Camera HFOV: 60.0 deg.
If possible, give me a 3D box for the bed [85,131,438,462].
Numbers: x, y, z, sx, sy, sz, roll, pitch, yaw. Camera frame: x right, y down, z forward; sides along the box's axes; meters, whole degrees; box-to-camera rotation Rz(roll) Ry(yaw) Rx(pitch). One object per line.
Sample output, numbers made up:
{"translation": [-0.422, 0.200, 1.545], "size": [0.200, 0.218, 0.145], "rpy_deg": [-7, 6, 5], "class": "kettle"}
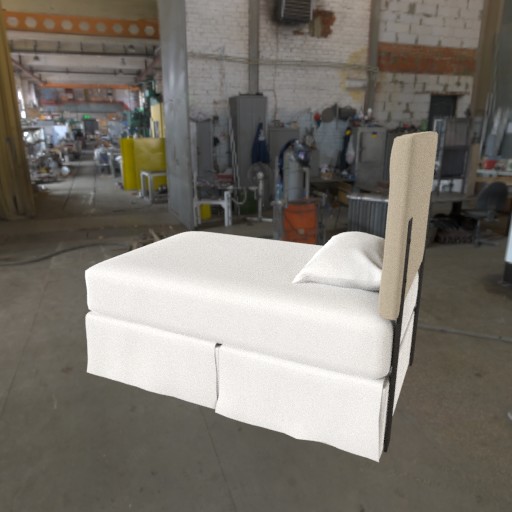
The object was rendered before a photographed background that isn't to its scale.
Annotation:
{"translation": [0.000, 0.000, 2.900], "size": [1.997, 1.571, 1.261], "rpy_deg": [8, 18, 25], "class": "bed"}
